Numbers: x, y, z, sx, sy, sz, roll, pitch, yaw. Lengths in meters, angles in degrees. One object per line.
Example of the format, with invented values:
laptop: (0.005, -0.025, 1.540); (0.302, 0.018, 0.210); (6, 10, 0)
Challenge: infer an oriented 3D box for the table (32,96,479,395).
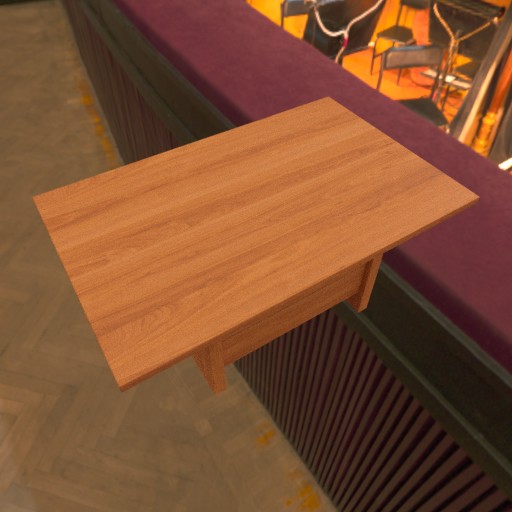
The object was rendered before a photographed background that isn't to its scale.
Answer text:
table: (0.000, 0.000, 1.478); (1.100, 0.510, 0.700); (-25, 52, -21)
